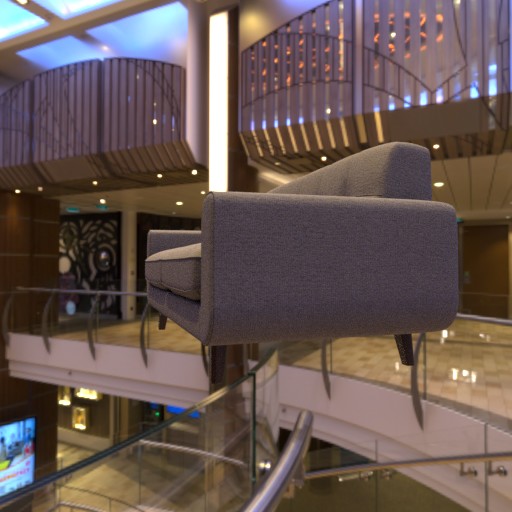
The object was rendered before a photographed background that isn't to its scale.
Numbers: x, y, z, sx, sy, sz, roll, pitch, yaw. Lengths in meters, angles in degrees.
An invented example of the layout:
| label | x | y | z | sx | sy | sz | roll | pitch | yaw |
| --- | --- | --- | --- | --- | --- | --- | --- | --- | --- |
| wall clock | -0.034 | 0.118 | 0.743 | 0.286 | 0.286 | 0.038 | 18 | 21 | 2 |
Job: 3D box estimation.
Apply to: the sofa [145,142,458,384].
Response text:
| label | x | y | z | sx | sy | sz | roll | pitch | yaw |
| --- | --- | --- | --- | --- | --- | --- | --- | --- | --- |
| sofa | 0.000 | 0.000 | 2.137 | 0.909 | 0.841 | 1.631 | 0 | -1 | -20 |
